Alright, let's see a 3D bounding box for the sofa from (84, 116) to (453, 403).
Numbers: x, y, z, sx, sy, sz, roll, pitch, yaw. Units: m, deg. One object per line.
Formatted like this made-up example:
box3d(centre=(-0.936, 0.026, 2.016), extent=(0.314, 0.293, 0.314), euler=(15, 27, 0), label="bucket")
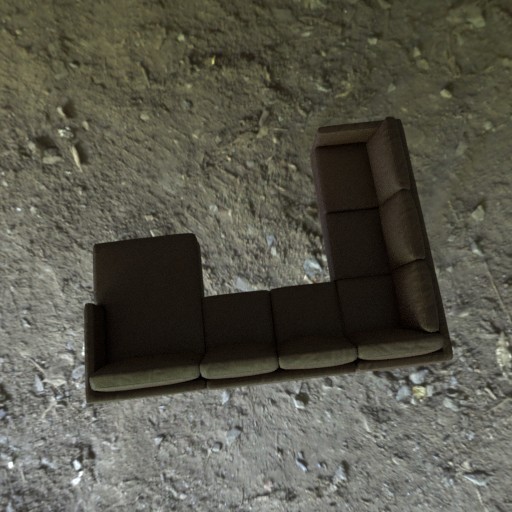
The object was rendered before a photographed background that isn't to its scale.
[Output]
box3d(centre=(0.000, 0.000, 4.655), extent=(3.460, 0.923, 2.593), euler=(-6, 75, -2), label="sofa")
